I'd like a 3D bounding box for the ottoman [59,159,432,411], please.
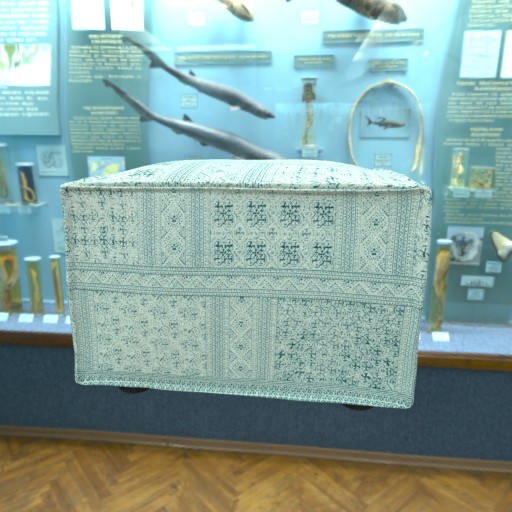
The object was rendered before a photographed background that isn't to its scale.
[{"bbox_3d":[0.000,0.000,1.035,0.626,0.439,0.617,2,14,7],"label":"ottoman"}]
